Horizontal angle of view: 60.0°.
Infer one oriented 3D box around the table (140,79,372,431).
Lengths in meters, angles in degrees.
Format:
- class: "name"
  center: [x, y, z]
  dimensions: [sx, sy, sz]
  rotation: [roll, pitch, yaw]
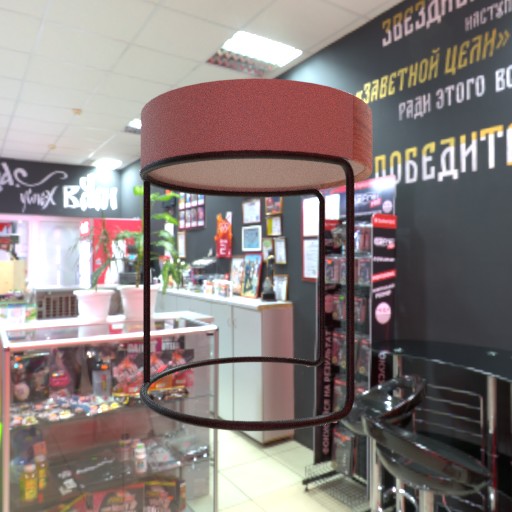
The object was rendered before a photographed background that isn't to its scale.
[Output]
- class: "table"
  center: [0.000, 0.000, 0.885]
  dimensions: [0.450, 0.530, 0.450]
  rotation: [0, 0, 0]
